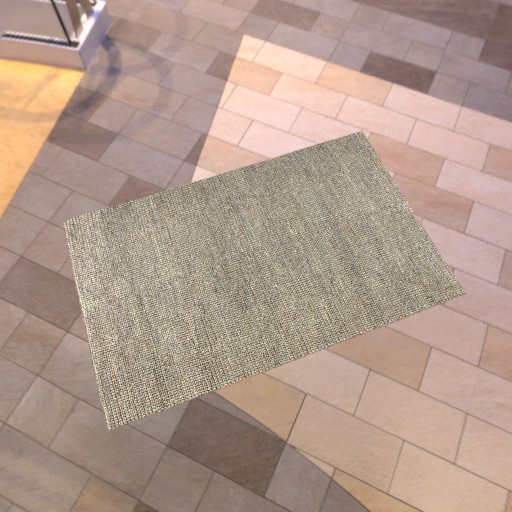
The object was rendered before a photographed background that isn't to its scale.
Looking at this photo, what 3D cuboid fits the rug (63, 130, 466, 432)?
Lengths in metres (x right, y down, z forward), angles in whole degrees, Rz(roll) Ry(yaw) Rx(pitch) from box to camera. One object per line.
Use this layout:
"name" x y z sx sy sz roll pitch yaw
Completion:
"rug" 0.000 0.000 3.099 2.443 0.021 1.538 -19 65 -9
